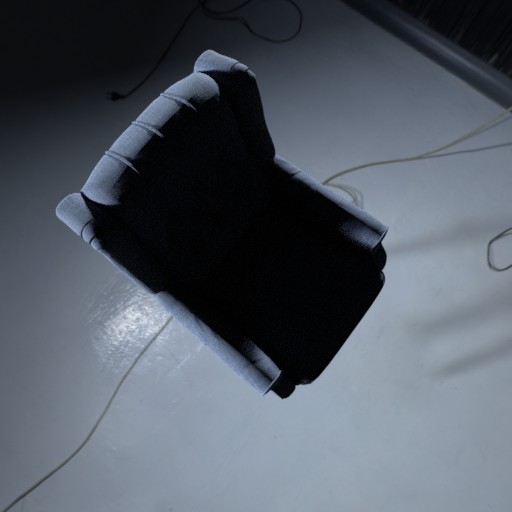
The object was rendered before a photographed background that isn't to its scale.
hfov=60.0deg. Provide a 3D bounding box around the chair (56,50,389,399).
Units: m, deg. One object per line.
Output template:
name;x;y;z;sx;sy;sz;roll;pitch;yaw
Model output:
chair;0.000;0.000;1.628;0.898;1.035;0.742;37;78;9
